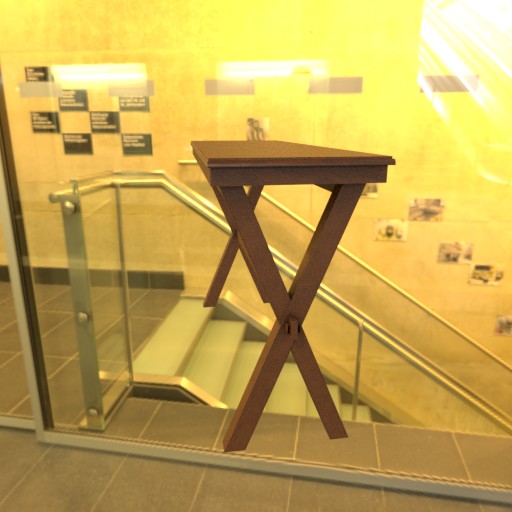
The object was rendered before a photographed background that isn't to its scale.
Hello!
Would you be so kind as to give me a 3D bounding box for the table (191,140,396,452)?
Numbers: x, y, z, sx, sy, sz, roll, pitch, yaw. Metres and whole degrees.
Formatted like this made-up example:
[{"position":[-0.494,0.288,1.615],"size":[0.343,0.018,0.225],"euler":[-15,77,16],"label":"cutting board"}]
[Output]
[{"position":[0.000,0.000,1.580],"size":[0.399,0.763,1.197],"euler":[-3,16,-9],"label":"table"}]
